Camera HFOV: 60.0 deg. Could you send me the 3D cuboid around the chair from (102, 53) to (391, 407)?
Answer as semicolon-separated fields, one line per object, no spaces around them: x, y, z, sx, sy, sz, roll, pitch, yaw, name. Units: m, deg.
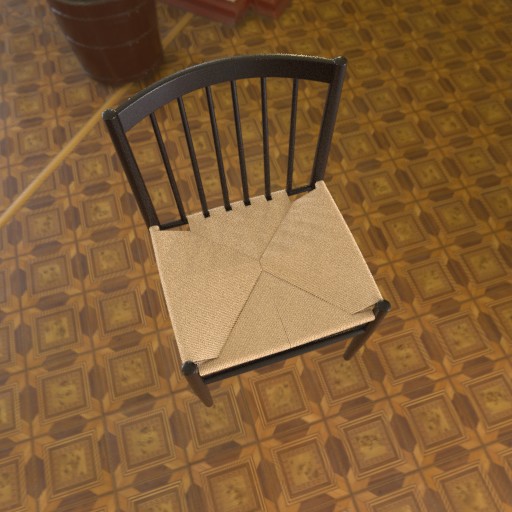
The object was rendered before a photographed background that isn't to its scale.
0.000;0.000;1.134;0.495;0.818;0.516;-16;64;-8;chair
